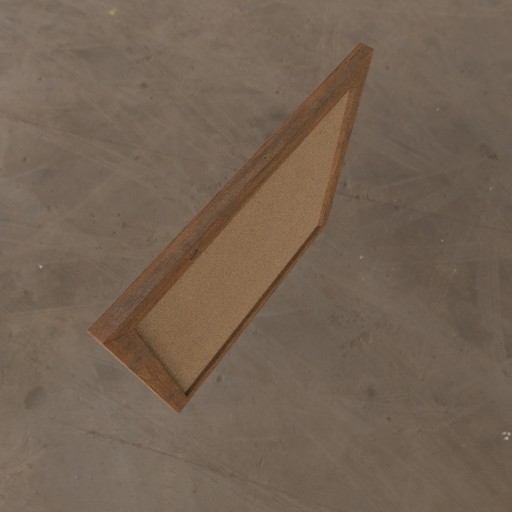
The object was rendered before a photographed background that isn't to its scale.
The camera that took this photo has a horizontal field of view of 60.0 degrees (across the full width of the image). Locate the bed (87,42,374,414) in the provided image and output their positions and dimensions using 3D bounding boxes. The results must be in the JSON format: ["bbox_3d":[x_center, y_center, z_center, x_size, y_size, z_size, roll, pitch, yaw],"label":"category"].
[{"bbox_3d":[0.000,0.000,1.465,0.046,0.942,1.046,33,67,16],"label":"bed"}]
